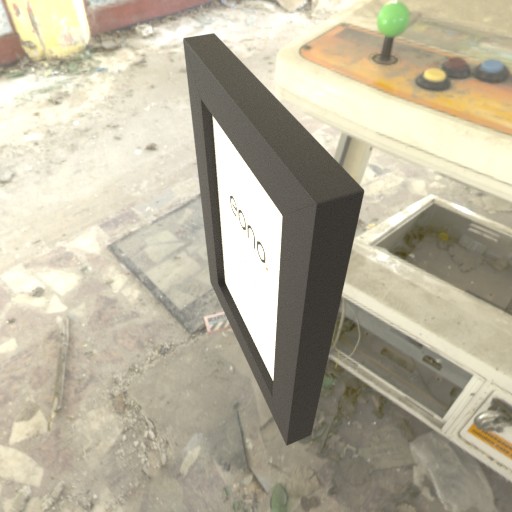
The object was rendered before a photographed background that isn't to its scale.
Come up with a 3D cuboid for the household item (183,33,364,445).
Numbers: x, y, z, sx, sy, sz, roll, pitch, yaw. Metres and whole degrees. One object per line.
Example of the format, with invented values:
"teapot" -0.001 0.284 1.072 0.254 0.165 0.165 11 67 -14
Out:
"household item" 0.000 0.000 0.234 0.022 0.178 0.133 -17 48 -16
